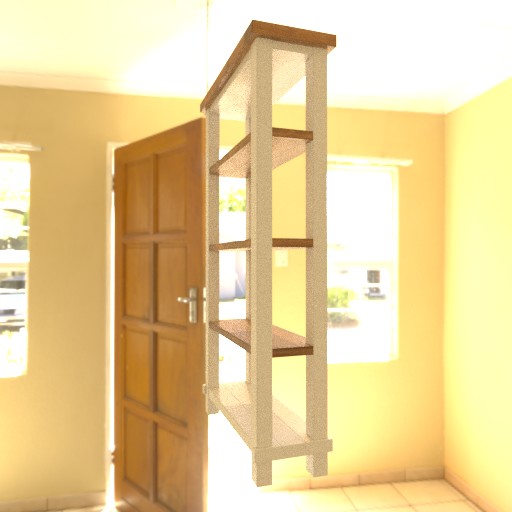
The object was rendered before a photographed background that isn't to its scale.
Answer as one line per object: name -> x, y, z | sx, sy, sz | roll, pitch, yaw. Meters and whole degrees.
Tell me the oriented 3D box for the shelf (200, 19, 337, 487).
shelf -> 0.000, 0.000, 2.301 | 0.381, 1.878, 1.022 | 0, -1, -19
